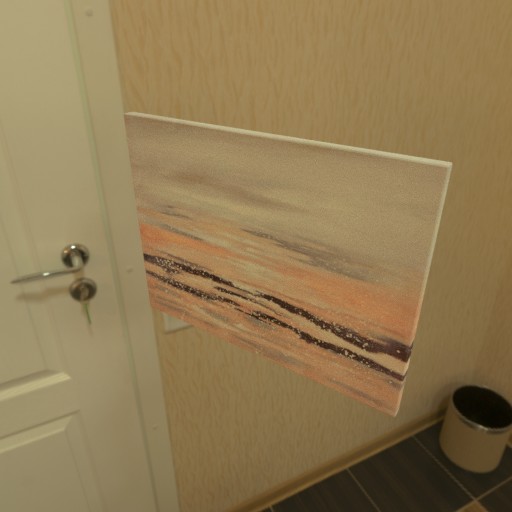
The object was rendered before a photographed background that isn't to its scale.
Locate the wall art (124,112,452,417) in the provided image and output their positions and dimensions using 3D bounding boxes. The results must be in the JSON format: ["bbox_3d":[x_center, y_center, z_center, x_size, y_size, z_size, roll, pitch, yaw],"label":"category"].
[{"bbox_3d":[0.000,0.000,1.388,1.015,0.763,0.038,18,34,29],"label":"wall art"}]
